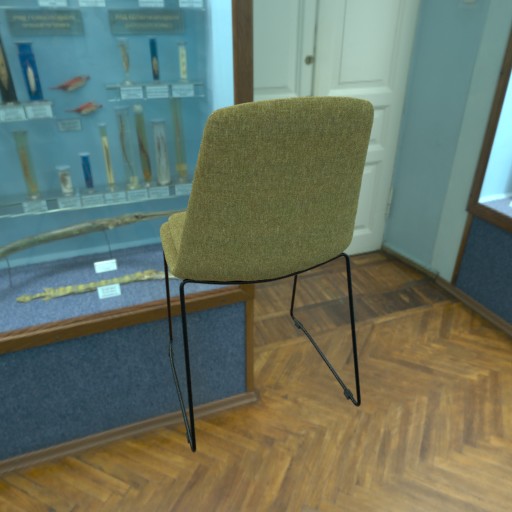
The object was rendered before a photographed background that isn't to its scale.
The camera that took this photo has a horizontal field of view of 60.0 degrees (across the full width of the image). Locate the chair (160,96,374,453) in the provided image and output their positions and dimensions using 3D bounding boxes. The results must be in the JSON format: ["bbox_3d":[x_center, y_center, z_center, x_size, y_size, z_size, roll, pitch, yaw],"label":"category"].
[{"bbox_3d":[0.000,0.000,1.140,0.479,0.849,0.496,-9,30,-16],"label":"chair"}]
